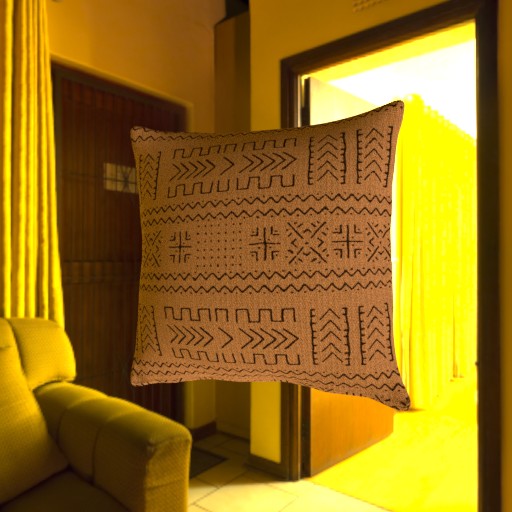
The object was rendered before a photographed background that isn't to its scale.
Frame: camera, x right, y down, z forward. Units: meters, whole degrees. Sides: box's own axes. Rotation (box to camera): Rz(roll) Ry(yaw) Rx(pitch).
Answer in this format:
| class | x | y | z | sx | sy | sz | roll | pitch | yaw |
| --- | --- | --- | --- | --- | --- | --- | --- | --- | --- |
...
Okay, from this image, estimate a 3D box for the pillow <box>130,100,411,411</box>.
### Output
| class | x | y | z | sx | sy | sz | roll | pitch | yaw |
| --- | --- | --- | --- | --- | --- | --- | --- | --- | --- |
| pillow | 0.000 | 0.000 | 0.666 | 0.438 | 0.430 | 0.164 | 0 | 0 | 19 |
